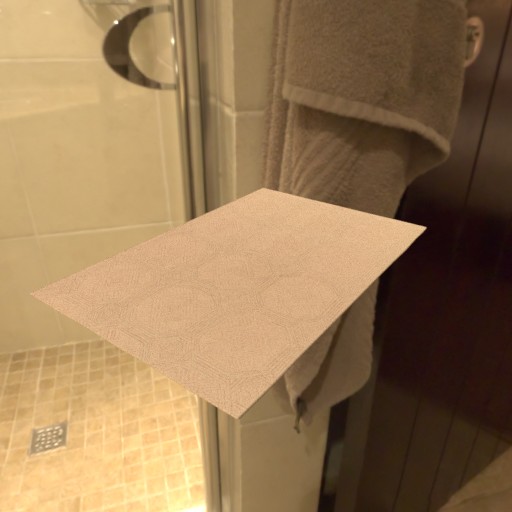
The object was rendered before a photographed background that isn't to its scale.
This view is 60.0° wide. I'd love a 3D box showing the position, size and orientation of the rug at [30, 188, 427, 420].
[{"bbox_3d":[0.000,0.000,2.366,1.236,0.009,1.839,19,33,32],"label":"rug"}]
